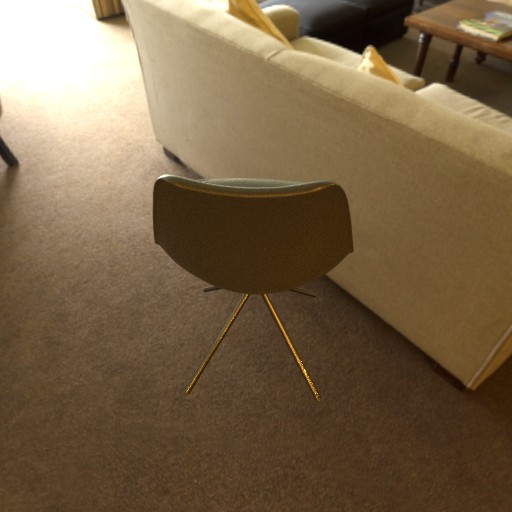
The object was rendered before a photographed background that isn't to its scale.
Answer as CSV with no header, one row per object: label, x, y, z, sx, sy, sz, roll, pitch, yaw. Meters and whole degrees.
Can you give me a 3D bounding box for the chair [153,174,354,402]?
chair,0.000,0.000,1.162,0.461,0.850,0.525,3,46,2
